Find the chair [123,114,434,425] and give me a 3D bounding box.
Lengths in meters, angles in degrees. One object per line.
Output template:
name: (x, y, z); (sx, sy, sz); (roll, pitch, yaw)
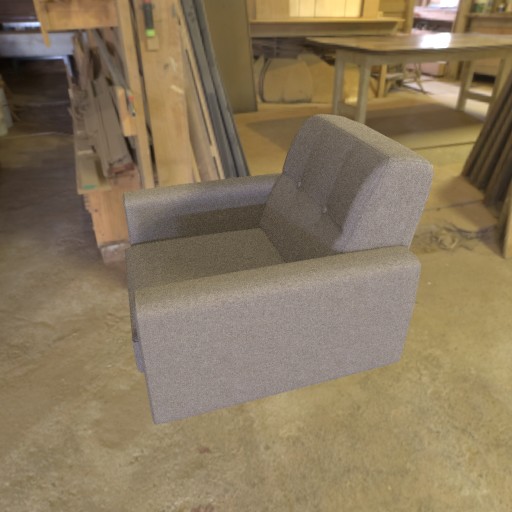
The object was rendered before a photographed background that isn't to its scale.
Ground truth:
chair: (0.000, 0.000, 1.583); (0.907, 0.839, 0.831); (-9, 32, -14)
